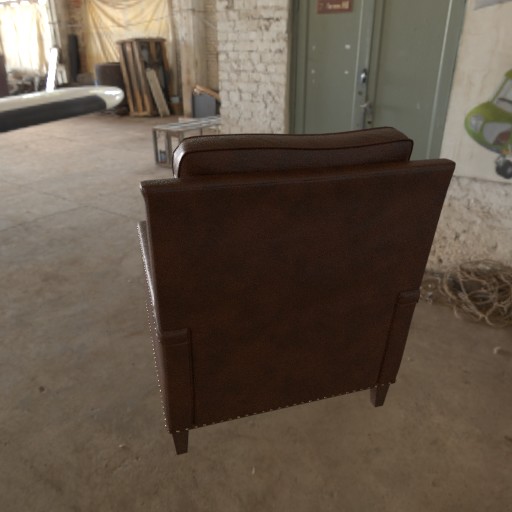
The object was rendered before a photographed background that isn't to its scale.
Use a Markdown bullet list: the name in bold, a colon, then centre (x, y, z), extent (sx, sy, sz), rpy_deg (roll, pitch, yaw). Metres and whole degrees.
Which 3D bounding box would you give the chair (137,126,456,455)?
- **chair**: centre (0.000, 0.000, 1.731), extent (0.854, 1.054, 1.035), rpy_deg (-7, 25, -16)
